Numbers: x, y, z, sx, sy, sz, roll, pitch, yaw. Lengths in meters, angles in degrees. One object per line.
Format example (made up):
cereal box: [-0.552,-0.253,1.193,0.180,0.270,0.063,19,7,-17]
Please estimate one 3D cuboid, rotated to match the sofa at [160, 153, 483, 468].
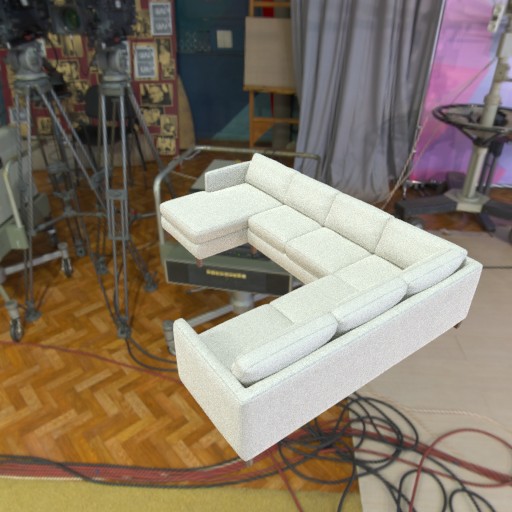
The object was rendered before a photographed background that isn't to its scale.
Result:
sofa: [0.000,0.000,4.406,2.551,0.853,3.238,-21,38,-29]
